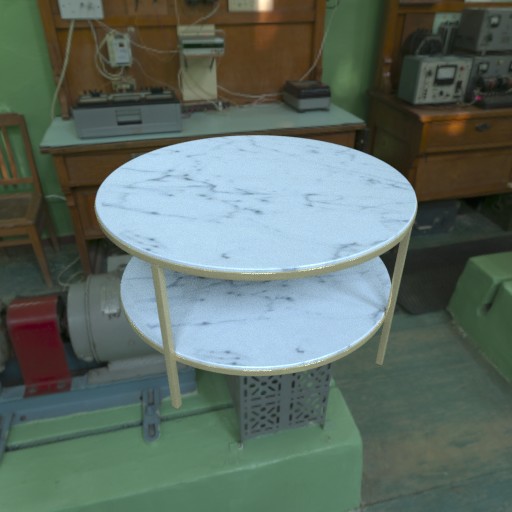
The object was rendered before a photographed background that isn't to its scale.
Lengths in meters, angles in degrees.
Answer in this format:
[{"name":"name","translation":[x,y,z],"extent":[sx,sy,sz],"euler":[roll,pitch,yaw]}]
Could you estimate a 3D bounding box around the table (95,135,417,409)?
[{"name":"table","translation":[0.000,0.000,1.266],"extent":[0.800,0.450,0.800],"euler":[0,33,0]}]
